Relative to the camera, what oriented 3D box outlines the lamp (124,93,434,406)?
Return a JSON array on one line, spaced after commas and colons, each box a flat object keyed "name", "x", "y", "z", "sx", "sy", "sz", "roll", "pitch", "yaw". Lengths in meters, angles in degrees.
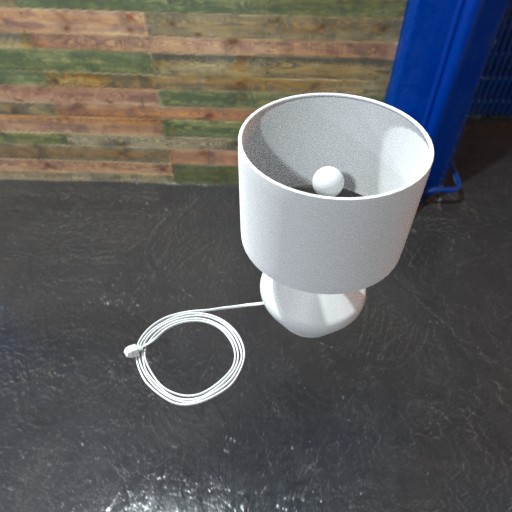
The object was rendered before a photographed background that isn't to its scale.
[{"name": "lamp", "x": 0.000, "y": 0.000, "z": 0.837, "sx": 0.546, "sy": 0.457, "sz": 0.401, "roll": 3, "pitch": 47, "yaw": 3}]
